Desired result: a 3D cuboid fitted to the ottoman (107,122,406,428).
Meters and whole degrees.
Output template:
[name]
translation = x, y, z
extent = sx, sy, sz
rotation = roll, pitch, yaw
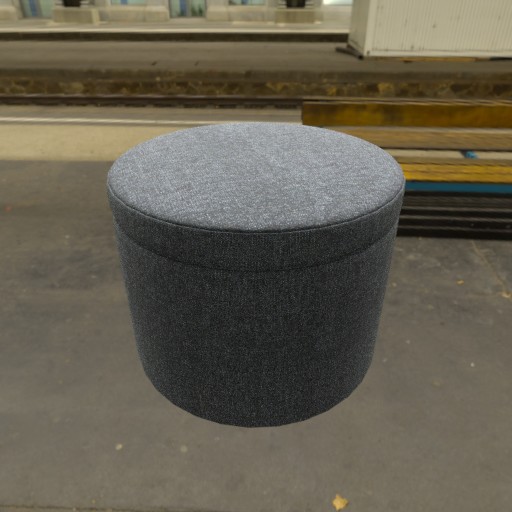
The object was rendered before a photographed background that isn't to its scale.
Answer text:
[ottoman]
translation = 0.000, 0.000, 0.863
extent = 0.500, 0.419, 0.500
rotation = 0, 32, 0
